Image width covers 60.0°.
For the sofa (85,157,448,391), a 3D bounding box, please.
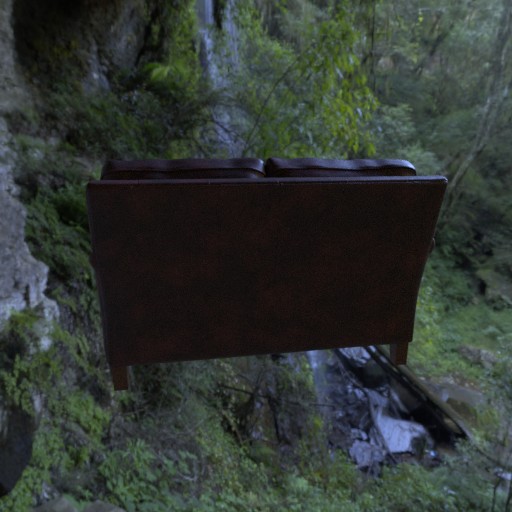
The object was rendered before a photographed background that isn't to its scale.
[{"bbox_3d":[0.000,0.000,2.435,1.628,1.070,1.148,-3,15,-10],"label":"sofa"}]
